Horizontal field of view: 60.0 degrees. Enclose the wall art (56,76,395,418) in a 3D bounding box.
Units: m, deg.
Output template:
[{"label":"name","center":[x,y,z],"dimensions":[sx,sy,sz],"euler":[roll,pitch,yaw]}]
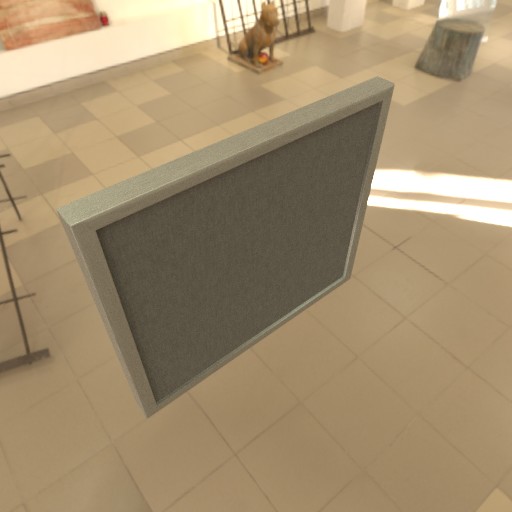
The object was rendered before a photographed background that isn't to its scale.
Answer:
[{"label":"wall art","center":[0.000,0.000,0.539],"dimensions":[0.380,0.330,0.028],"euler":[-30,53,-26]}]
